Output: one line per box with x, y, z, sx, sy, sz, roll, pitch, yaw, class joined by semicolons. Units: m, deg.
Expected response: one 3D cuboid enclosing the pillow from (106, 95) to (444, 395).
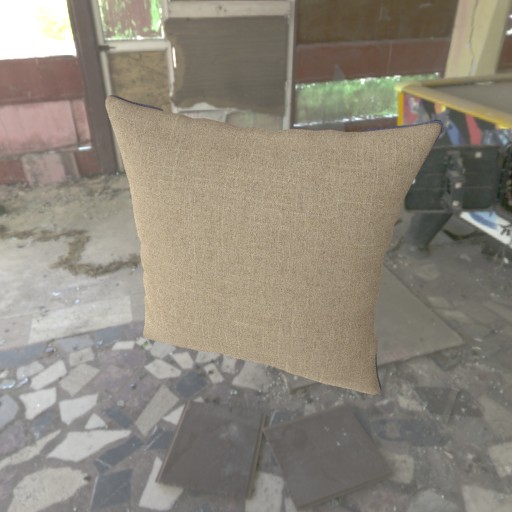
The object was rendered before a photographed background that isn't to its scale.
0.000;0.000;0.666;0.440;0.441;0.147;9;33;15;pillow
